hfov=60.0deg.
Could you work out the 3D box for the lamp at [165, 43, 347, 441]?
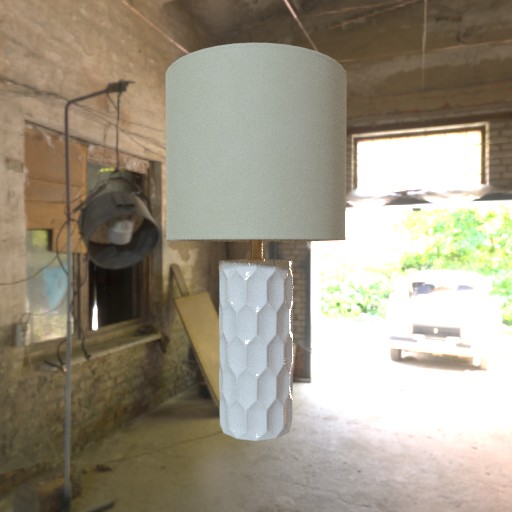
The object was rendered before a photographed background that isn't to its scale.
[{"bbox_3d":[0.000,0.000,0.694,0.277,0.537,0.277,0,1,-16],"label":"lamp"}]
